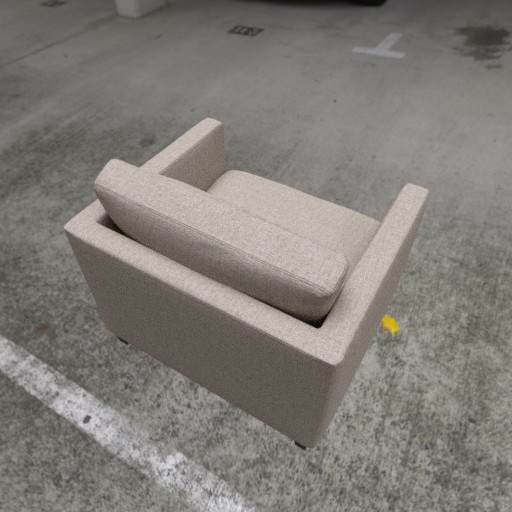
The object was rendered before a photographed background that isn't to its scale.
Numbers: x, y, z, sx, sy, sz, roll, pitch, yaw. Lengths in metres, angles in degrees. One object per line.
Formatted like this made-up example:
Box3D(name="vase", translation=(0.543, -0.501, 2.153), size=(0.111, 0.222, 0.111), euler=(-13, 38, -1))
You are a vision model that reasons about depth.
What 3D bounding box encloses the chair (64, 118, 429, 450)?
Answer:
Box3D(name="chair", translation=(0.000, 0.000, 1.875), size=(1.107, 0.961, 0.959), euler=(24, 51, 21))
